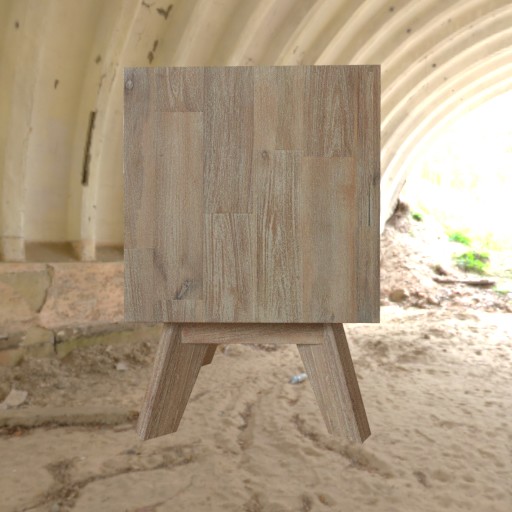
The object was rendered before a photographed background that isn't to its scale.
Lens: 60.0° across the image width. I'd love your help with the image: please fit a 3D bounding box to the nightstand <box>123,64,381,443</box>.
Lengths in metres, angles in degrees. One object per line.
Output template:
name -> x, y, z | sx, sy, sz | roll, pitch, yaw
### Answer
nightstand -> 0.000, 0.000, 0.959 | 0.396, 0.589, 0.552 | 0, 0, 1
